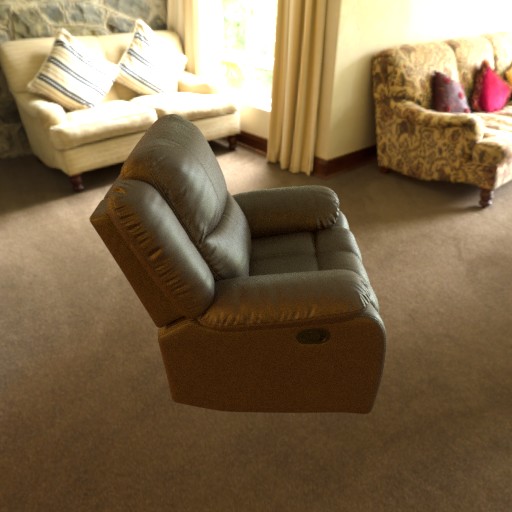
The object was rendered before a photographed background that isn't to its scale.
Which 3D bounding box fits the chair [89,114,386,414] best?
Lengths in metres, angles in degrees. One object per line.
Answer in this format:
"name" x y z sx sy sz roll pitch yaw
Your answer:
"chair" 0.000 0.000 1.755 0.934 1.009 0.899 0 32 0
